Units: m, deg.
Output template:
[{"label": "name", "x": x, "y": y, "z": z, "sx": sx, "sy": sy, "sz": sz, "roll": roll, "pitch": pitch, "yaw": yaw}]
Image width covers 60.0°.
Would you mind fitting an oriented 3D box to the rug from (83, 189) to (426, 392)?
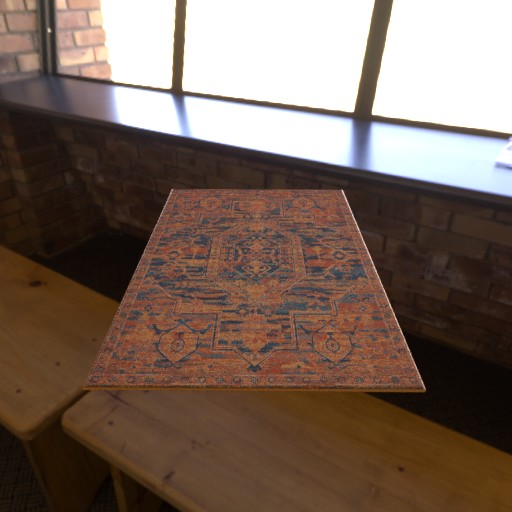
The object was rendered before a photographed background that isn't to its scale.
[{"label": "rug", "x": 0.000, "y": 0.000, "z": 2.231, "sx": 1.148, "sy": 0.013, "sz": 1.758, "roll": 0, "pitch": 31, "yaw": 0}]
